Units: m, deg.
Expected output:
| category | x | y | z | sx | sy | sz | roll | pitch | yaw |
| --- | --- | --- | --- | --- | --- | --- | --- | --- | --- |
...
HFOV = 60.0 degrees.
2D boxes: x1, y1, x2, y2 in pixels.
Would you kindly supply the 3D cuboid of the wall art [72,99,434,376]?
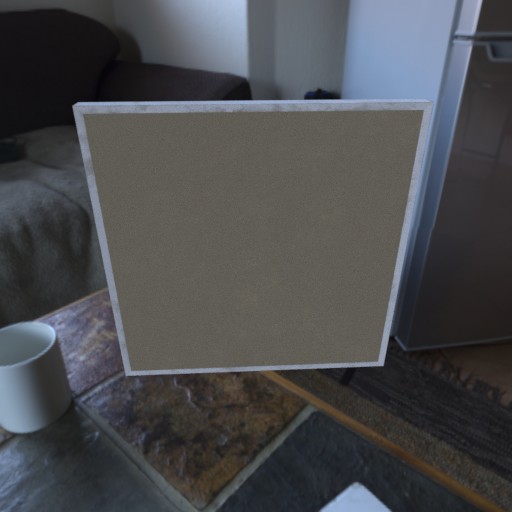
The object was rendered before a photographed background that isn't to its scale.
| category | x | y | z | sx | sy | sz | roll | pitch | yaw |
| --- | --- | --- | --- | --- | --- | --- | --- | --- | --- |
| wall art | 0.000 | 0.000 | 1.135 | 0.760 | 0.757 | 0.038 | -2 | 30 | -3 |
